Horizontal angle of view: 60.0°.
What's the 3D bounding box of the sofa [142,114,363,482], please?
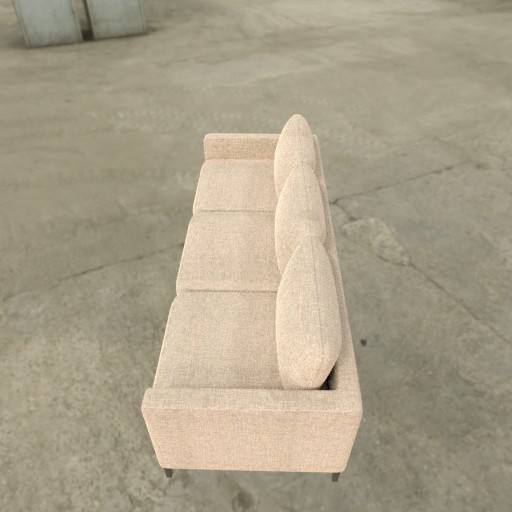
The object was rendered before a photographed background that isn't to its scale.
[{"bbox_3d":[0.000,0.000,2.607,0.859,0.874,2.218,1,42,1],"label":"sofa"}]
